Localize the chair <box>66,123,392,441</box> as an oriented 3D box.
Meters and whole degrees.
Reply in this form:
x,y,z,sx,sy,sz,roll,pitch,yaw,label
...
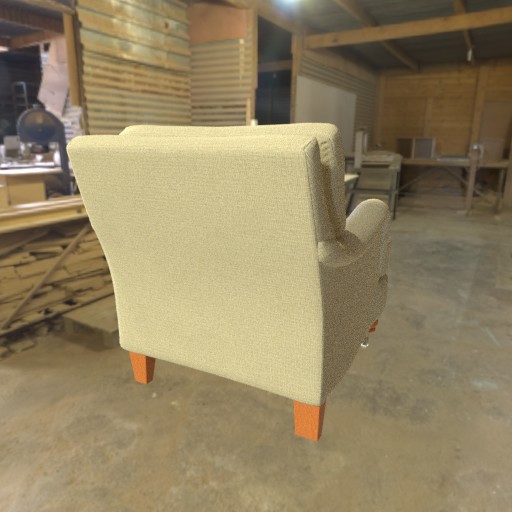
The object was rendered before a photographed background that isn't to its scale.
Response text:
x,y,z,sx,sy,sz,roll,pitch,yaw,label
0.000,0.000,1.836,0.955,1.038,1.070,8,17,27,chair
